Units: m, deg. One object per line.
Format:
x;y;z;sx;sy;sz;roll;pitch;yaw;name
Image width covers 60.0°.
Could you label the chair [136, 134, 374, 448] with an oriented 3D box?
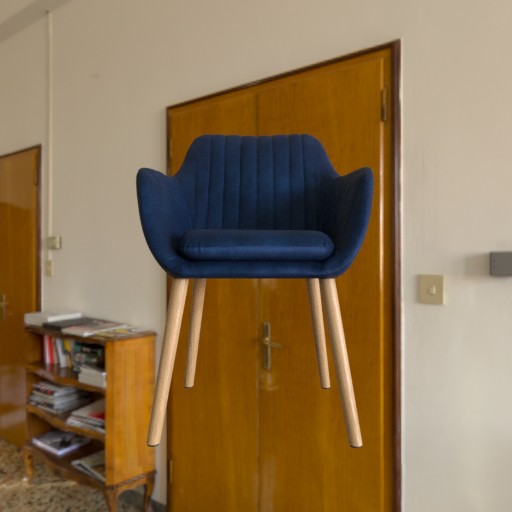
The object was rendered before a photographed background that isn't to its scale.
0.000;0.000;1.239;0.578;0.826;0.573;0;0;1;chair
